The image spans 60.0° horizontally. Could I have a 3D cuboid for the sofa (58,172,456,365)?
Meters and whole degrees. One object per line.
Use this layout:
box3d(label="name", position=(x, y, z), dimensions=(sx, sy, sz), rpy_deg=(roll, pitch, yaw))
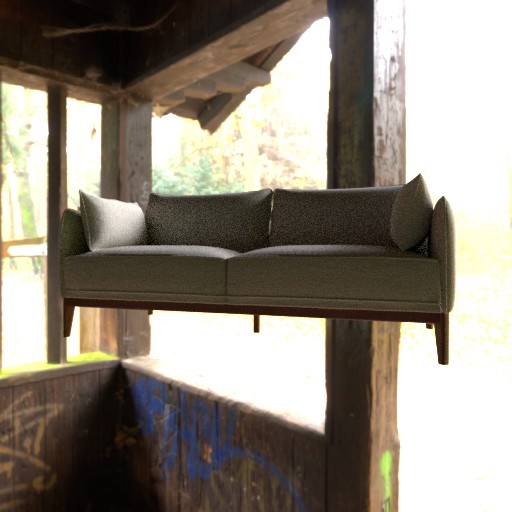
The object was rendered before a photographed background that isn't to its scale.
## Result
box3d(label="sofa", position=(0.000, 0.000, 2.472), dimensions=(1.989, 0.860, 0.991), rpy_deg=(0, 1, 18))
